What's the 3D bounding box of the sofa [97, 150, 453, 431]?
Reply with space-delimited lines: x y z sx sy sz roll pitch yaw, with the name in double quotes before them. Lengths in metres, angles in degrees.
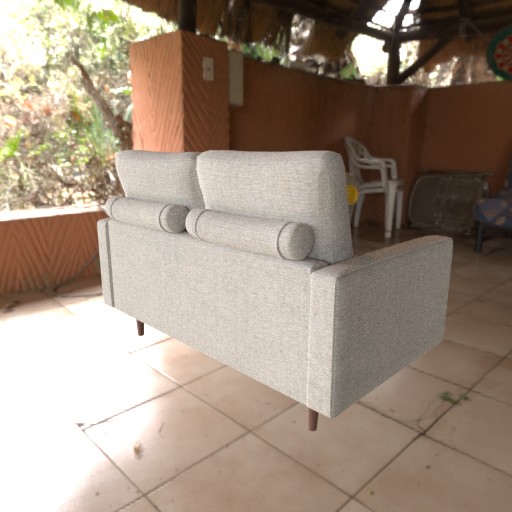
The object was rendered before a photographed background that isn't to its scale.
"sofa" 0.000 0.000 1.950 1.407 0.907 0.842 13 19 43
